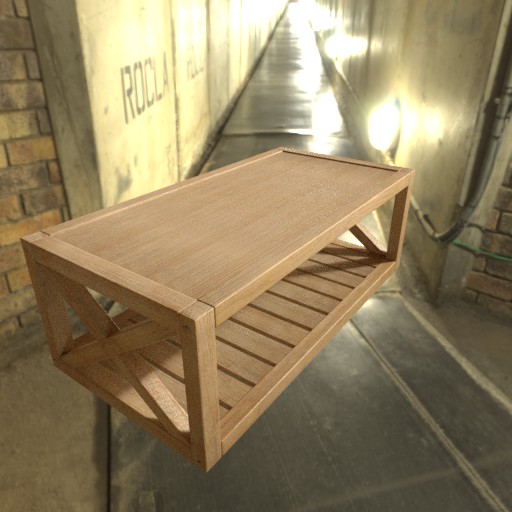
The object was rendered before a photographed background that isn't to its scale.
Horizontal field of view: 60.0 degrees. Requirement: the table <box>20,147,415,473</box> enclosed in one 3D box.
[{"bbox_3d":[0.000,0.000,1.622,0.660,0.457,1.321,19,33,32],"label":"table"}]
